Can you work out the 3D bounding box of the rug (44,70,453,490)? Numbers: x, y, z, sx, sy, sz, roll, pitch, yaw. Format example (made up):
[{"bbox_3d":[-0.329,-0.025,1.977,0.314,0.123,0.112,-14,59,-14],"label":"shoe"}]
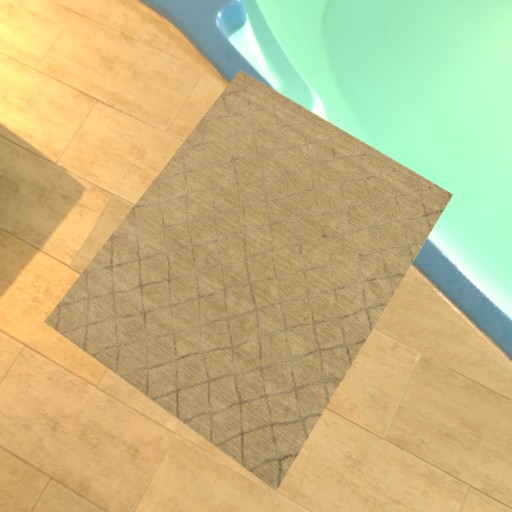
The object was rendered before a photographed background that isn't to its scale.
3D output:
[{"bbox_3d":[0.000,0.000,4.012,2.420,0.019,3.038,33,78,8],"label":"rug"}]
